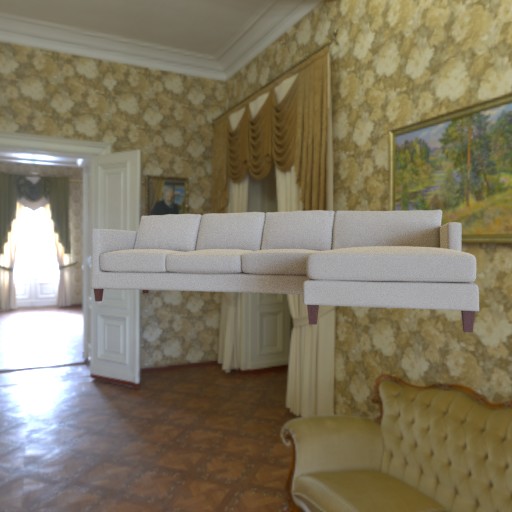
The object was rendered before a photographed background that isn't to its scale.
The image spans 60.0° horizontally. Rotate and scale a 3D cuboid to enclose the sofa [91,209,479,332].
[{"bbox_3d":[0.000,0.000,3.769,3.186,0.861,1.625,0,1,18],"label":"sofa"}]
